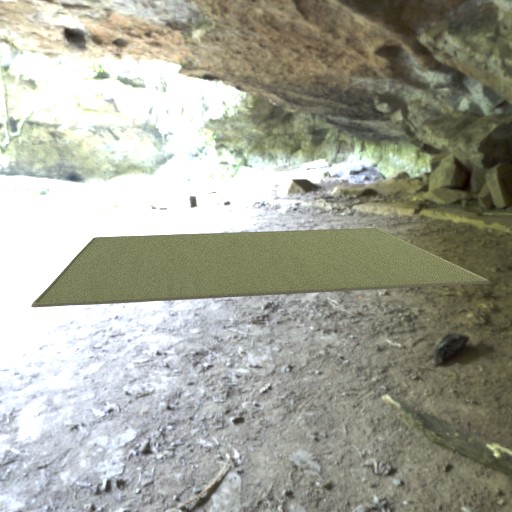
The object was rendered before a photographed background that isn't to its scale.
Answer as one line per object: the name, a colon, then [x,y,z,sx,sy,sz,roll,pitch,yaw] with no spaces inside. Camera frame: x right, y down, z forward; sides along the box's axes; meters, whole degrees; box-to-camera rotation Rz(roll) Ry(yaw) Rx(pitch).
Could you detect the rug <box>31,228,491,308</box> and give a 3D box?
rug: [0.000,0.000,2.089,1.676,0.013,1.067,-2,15,-8]
